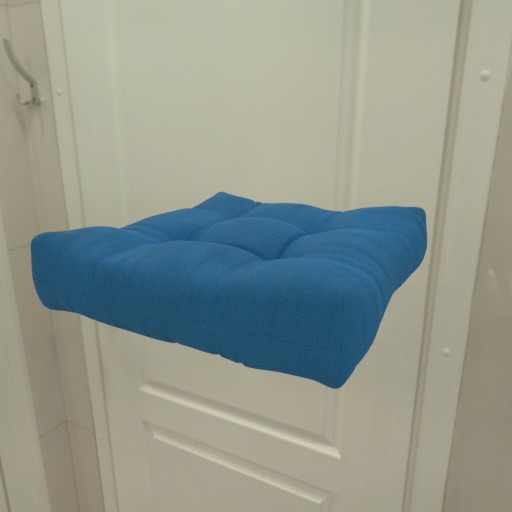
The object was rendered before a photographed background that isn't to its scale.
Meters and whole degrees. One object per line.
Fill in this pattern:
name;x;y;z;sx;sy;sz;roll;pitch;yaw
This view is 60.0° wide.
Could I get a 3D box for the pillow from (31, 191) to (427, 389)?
pillow;0.000;0.000;0.712;0.468;0.128;0.490;9;19;27
